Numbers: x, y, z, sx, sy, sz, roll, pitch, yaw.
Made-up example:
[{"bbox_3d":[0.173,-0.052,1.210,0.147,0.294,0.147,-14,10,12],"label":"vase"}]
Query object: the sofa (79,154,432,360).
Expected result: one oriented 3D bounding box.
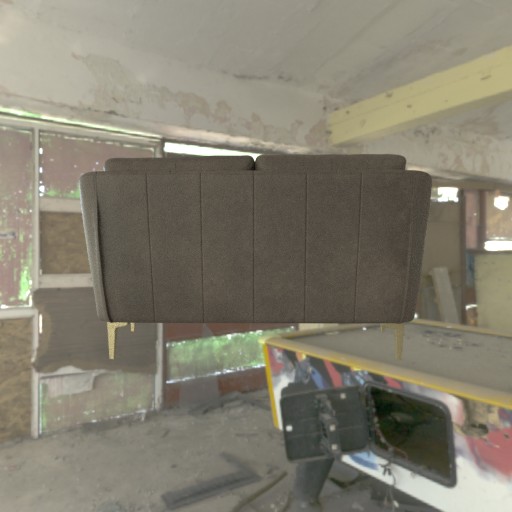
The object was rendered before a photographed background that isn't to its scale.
[{"bbox_3d":[0.000,0.000,2.241,1.619,0.902,0.960,0,0,1],"label":"sofa"}]
